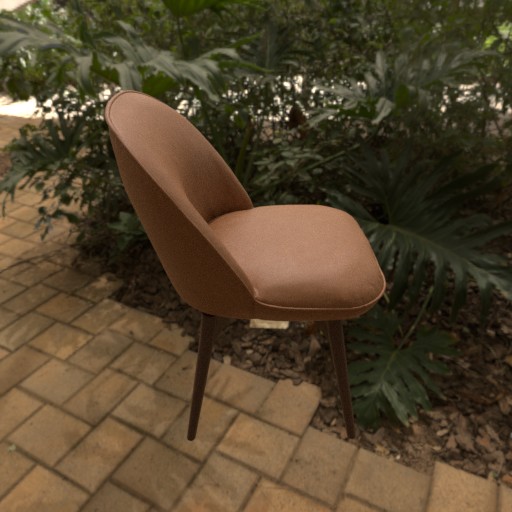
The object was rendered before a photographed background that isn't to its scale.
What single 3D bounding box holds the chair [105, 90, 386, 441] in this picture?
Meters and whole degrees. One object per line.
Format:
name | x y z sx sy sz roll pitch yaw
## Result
chair | 0.000 0.000 1.191 0.631 0.831 0.521 0 31 -1
